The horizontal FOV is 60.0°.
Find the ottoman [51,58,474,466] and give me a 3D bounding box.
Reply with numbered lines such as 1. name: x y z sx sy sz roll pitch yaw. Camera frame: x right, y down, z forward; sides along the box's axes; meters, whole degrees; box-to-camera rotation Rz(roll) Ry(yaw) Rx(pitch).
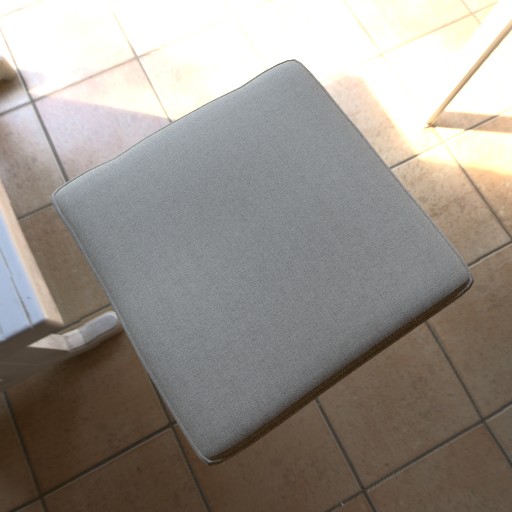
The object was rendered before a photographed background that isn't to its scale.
1. ottoman: 0.000 0.000 1.342 0.838 0.503 0.838 -32 77 -8
